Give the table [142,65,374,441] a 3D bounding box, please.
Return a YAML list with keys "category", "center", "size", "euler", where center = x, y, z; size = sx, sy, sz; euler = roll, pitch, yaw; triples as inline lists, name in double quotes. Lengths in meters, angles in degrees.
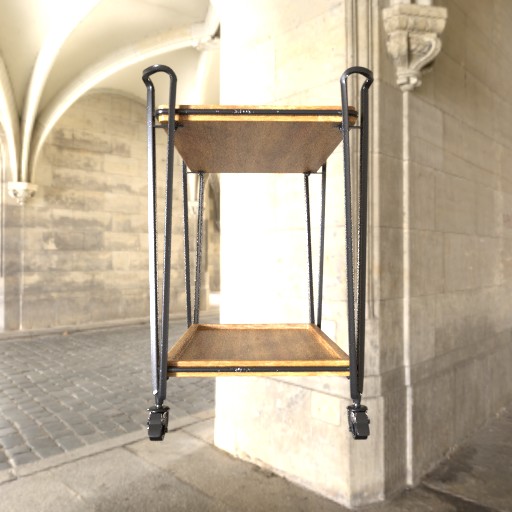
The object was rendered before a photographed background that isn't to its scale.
- category: "table"
  center: [0.000, 0.000, 1.235]
  size: [0.505, 0.785, 0.672]
  euler: [0, 0, -1]
